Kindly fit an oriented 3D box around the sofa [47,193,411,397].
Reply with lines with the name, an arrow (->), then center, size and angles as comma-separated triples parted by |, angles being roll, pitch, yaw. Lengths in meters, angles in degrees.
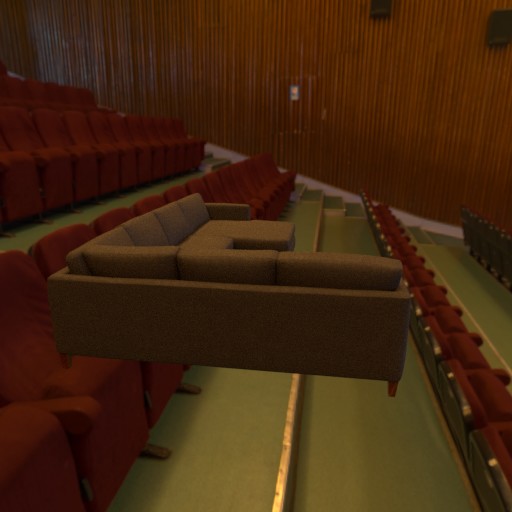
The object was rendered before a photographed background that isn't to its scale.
sofa -> 0.000, 0.000, 4.710 | 2.594, 0.961, 3.460 | 2, 16, 9
